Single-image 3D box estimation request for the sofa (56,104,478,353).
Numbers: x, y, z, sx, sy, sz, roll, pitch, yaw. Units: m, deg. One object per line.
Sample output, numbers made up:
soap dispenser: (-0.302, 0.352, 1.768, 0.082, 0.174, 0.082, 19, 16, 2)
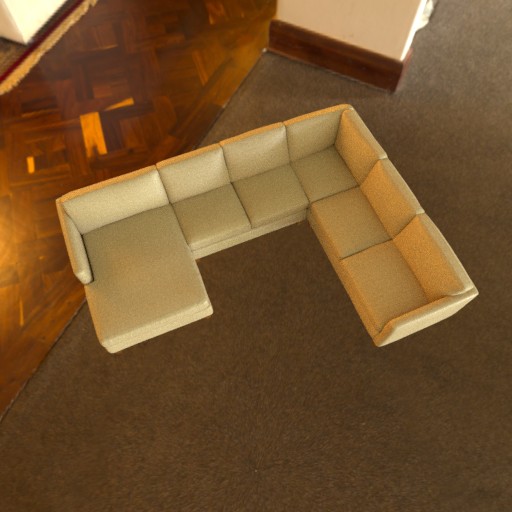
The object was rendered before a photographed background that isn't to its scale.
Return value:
sofa: (0.000, 0.000, 4.554, 3.460, 0.961, 2.594, -21, 66, -10)
